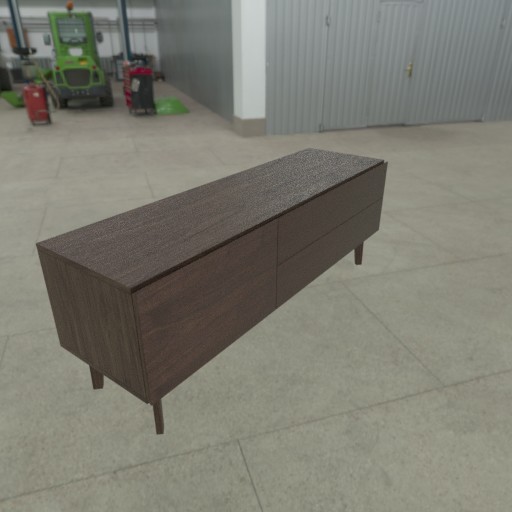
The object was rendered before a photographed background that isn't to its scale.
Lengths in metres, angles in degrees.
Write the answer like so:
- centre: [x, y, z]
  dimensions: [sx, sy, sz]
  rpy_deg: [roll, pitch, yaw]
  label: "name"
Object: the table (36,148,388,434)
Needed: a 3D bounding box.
- centre: [0.000, 0.000, 1.672]
  dimensions: [0.405, 0.508, 1.397]
  rpy_deg: [18, 32, 33]
  label: "table"
